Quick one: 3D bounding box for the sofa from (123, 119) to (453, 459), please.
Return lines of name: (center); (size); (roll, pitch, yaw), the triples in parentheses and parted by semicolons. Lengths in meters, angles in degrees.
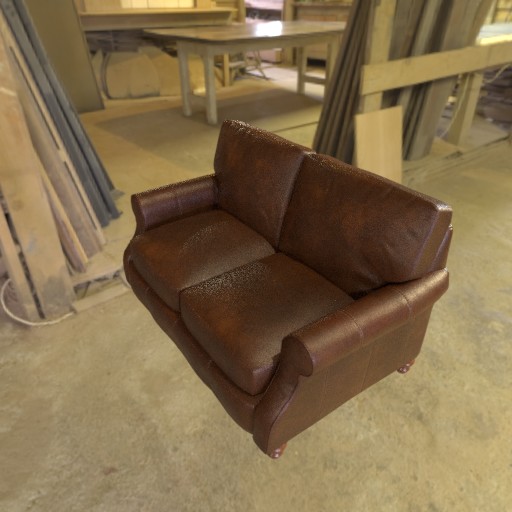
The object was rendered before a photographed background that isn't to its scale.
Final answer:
sofa: (0.000, 0.000, 2.230); (0.990, 0.976, 1.616); (-20, 37, -29)
